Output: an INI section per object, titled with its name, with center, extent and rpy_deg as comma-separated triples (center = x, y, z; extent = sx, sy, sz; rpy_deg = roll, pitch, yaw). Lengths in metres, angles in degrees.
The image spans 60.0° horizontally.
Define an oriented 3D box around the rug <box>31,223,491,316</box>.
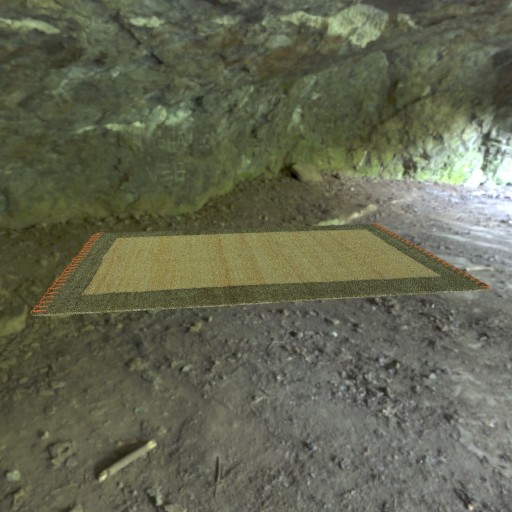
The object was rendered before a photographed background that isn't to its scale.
[rug]
center = 0.000, 0.000, 2.285
extent = 1.838, 0.019, 1.220
rpy_deg = -2, 17, -8
